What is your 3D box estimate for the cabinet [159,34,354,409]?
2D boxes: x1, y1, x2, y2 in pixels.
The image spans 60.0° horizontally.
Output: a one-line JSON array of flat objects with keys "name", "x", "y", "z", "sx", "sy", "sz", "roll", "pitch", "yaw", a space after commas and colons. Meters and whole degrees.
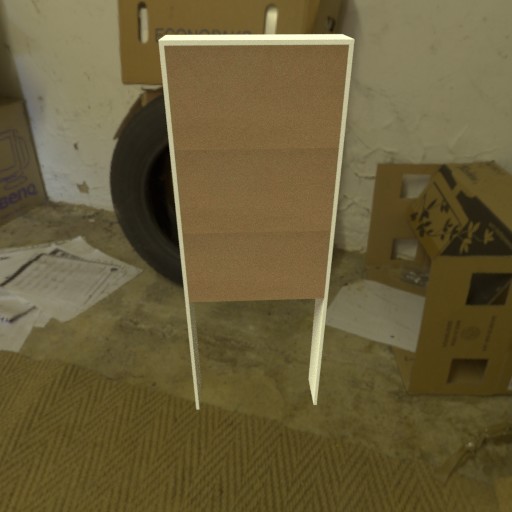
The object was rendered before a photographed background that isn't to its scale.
[{"name": "cabinet", "x": 0.000, "y": 0.000, "z": 1.991, "sx": 0.643, "sy": 1.770, "sz": 0.192, "roll": -1, "pitch": 31, "yaw": -2}]
